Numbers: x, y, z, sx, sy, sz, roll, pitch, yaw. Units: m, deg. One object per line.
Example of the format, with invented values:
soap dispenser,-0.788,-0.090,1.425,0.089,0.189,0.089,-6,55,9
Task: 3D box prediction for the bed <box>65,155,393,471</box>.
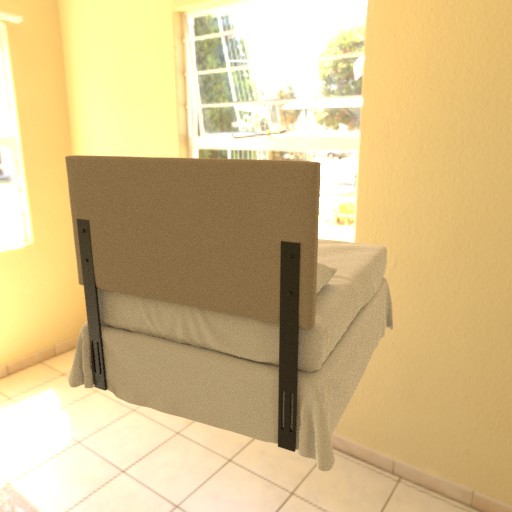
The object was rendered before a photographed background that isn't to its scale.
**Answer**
bed,0.000,0.000,3.453,1.936,1.577,2.222,7,17,25
